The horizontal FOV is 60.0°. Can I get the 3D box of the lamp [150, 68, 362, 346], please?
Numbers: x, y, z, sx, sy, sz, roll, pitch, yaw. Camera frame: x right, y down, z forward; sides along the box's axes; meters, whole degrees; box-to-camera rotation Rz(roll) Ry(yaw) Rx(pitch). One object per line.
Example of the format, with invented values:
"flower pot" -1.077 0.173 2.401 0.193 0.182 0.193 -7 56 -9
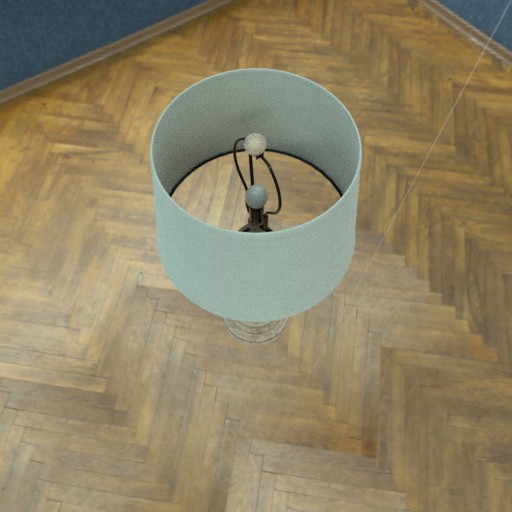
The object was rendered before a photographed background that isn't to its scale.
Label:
"lamp" 0.000 0.000 0.863 0.340 0.678 0.340 0 64 0
